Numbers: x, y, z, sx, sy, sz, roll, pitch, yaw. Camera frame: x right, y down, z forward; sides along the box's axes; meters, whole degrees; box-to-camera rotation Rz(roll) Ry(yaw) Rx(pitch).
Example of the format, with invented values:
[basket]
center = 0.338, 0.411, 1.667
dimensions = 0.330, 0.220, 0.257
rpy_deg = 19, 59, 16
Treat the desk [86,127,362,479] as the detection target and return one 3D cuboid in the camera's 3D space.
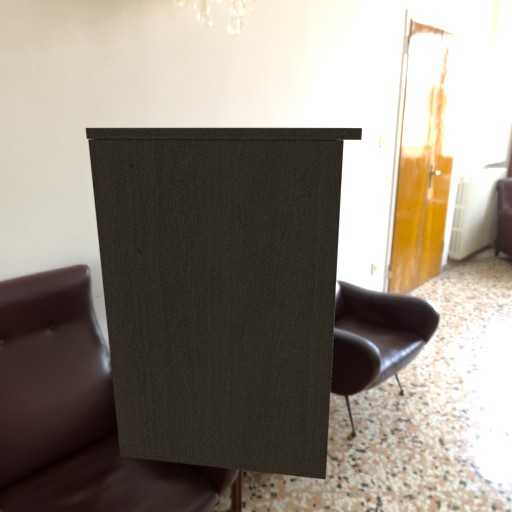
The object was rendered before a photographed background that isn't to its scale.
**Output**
[desk]
center = 0.000, 0.000, 1.303
dimensions = 0.498, 0.724, 0.893
rpy_deg = 2, 16, 8
